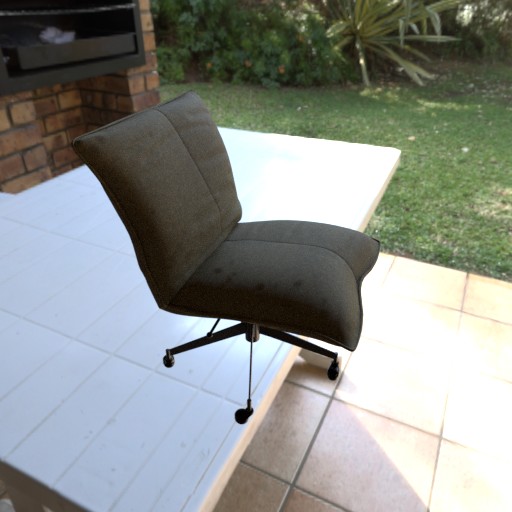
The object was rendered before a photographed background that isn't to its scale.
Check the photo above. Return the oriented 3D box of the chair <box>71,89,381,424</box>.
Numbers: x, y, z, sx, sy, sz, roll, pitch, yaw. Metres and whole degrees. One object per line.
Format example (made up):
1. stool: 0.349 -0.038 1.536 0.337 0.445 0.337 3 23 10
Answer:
1. chair: 0.000 0.000 1.326 0.696 0.811 0.597 11 33 17
